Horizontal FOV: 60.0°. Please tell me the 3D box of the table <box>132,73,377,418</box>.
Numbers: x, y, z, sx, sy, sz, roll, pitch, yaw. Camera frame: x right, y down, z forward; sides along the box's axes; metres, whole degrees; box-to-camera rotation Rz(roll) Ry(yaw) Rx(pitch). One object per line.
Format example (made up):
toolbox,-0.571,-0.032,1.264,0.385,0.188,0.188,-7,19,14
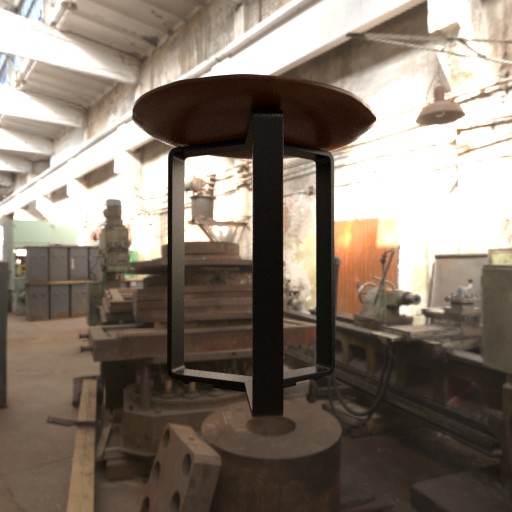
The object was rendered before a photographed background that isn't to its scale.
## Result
table,0.000,0.000,0.748,0.410,0.450,0.380,1,-1,-36
